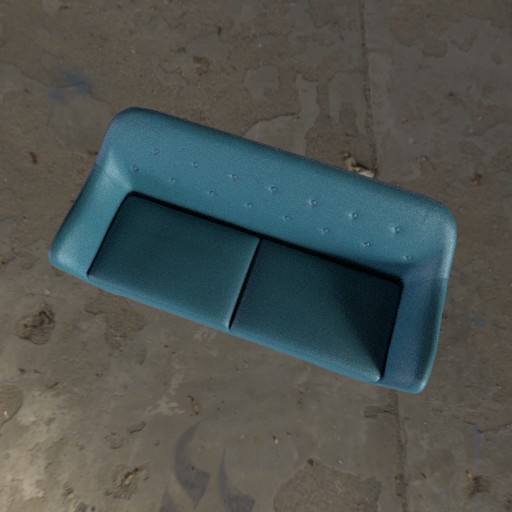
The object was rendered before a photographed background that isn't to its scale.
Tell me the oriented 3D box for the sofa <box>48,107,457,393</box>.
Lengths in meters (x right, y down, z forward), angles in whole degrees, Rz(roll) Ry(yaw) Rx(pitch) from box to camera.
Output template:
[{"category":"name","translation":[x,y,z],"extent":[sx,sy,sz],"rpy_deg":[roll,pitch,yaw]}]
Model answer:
[{"category":"sofa","translation":[0.000,0.000,2.267],"extent":[1.840,0.836,0.820],"rpy_deg":[19,76,5]}]
